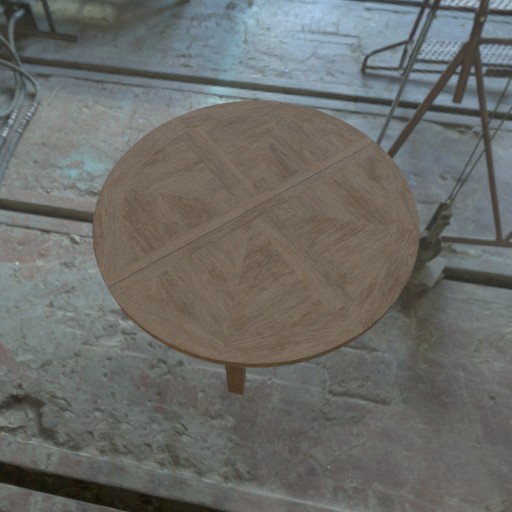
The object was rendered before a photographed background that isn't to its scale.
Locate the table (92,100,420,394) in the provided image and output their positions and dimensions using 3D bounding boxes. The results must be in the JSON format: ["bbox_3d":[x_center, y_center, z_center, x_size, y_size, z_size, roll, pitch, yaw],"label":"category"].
[{"bbox_3d":[0.000,0.000,2.142,1.319,0.762,1.319,0,58,0],"label":"table"}]
